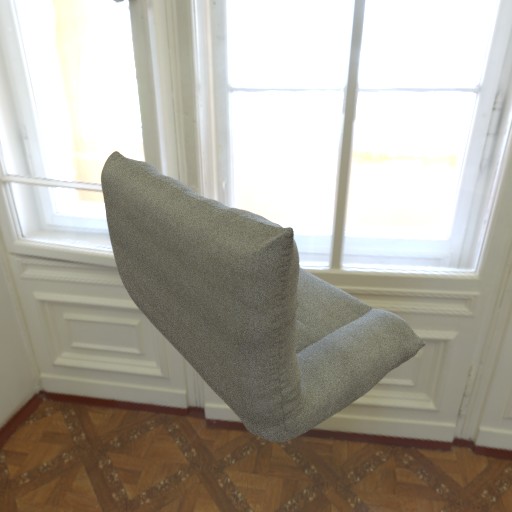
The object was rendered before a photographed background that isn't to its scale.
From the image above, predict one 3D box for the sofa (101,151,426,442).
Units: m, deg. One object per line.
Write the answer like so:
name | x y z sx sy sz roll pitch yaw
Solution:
sofa | 0.000 0.000 1.753 0.847 0.795 1.144 -19 32 -32
